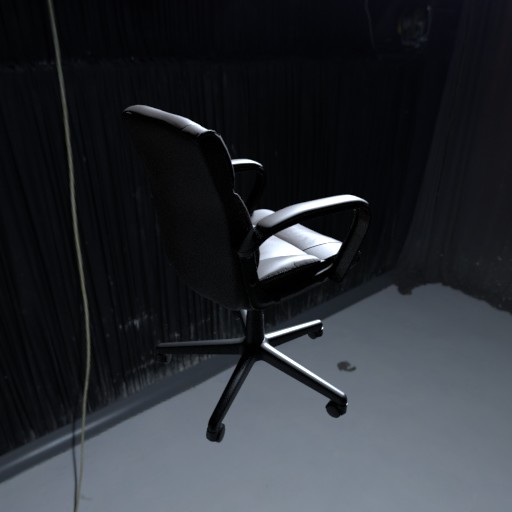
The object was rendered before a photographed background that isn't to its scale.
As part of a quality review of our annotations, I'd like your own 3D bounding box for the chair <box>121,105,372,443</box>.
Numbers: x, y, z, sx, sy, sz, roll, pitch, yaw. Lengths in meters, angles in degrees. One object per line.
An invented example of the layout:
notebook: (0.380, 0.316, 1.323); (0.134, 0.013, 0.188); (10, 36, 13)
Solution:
chair: (0.000, 0.000, 1.490); (0.717, 1.004, 0.739); (-18, 32, -32)
